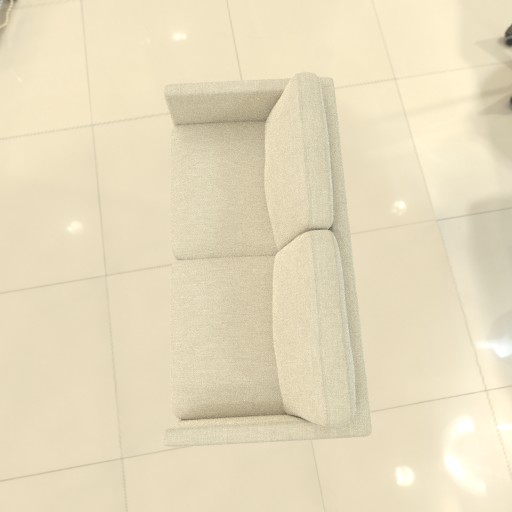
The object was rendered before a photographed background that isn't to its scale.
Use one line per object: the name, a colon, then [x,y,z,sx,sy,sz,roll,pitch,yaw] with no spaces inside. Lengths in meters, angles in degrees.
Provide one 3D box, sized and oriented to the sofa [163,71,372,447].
sofa: [0.000,0.000,2.430,0.950,0.963,1.838,-3,75,-1]
